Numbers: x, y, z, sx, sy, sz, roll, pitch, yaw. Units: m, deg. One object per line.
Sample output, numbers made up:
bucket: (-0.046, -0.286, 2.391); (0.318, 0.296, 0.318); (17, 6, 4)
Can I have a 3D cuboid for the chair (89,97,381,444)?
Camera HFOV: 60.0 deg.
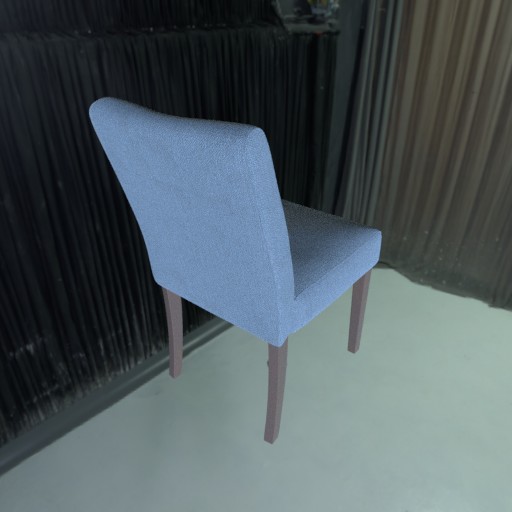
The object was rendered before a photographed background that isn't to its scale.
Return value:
chair: (0.000, 0.000, 1.235); (0.487, 0.882, 0.629); (22, 37, 32)
